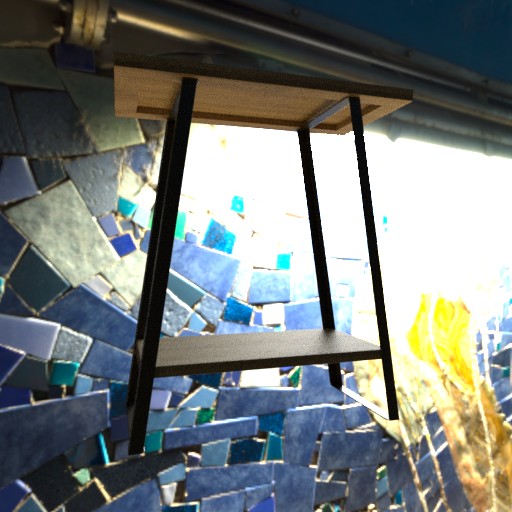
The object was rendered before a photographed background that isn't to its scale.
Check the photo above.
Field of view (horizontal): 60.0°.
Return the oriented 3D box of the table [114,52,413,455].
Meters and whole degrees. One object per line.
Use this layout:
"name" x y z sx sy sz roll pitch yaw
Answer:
"table" 0.000 0.000 0.988 0.599 0.701 0.300 0 1 -17
